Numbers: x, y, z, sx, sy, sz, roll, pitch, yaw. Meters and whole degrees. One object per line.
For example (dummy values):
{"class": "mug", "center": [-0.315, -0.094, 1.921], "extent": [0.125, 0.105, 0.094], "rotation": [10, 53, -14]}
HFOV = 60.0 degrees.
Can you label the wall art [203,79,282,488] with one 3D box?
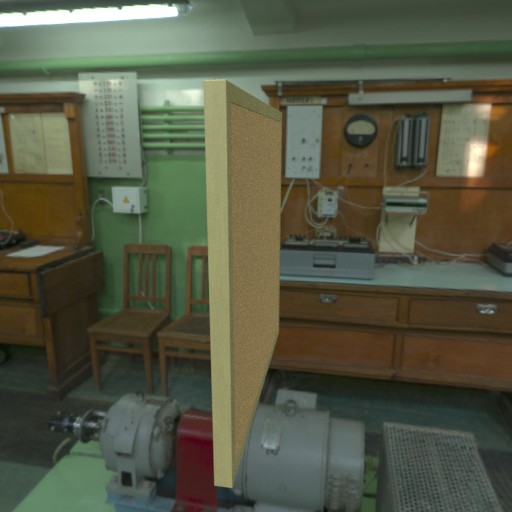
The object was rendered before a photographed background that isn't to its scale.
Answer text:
{"class": "wall art", "center": [0.000, 0.000, 1.156], "extent": [0.037, 0.763, 0.763], "rotation": [2, 14, 10]}
